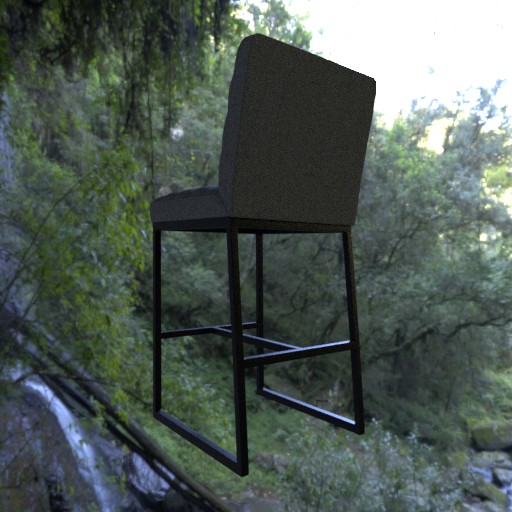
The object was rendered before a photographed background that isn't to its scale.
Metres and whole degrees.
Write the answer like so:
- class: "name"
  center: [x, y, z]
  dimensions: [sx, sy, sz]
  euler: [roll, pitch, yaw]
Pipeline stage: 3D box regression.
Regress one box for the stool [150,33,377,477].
- class: "stool"
  center: [0.000, 0.000, 1.351]
  dimensions: [0.459, 1.034, 0.571]
  euler: [1, -1, -37]
